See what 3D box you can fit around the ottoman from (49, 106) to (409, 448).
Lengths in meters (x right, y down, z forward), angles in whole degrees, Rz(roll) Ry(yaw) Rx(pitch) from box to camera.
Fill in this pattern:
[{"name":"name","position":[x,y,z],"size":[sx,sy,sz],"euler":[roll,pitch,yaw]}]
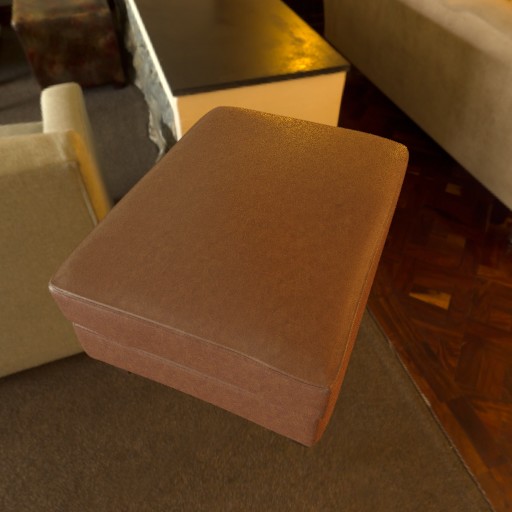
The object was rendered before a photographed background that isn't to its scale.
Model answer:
[{"name":"ottoman","position":[0.000,0.000,1.248],"size":[0.650,0.485,0.851],"euler":[17,49,15]}]
